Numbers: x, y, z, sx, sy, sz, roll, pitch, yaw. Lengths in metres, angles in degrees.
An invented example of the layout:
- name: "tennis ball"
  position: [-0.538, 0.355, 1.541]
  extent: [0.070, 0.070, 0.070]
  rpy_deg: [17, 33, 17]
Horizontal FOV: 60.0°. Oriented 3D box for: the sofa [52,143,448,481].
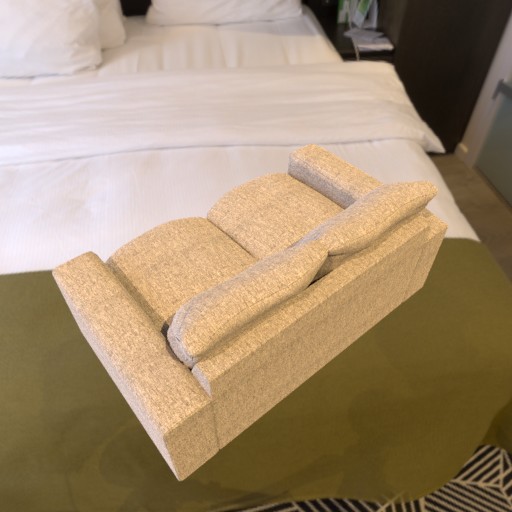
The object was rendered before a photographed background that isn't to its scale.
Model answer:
- name: "sofa"
  position: [0.000, 0.000, 2.317]
  extent: [1.758, 0.877, 1.094]
  rpy_deg: [-31, 54, -26]
